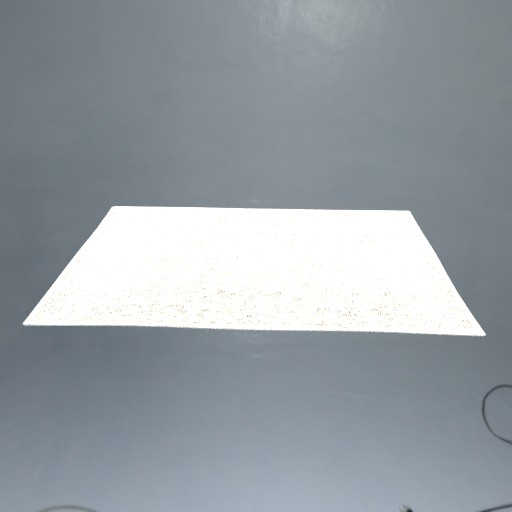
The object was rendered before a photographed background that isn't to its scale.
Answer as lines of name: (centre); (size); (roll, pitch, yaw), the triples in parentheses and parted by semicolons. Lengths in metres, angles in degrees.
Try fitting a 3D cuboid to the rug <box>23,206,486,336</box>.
rug: (0.000, 0.000, 2.974); (2.435, 0.012, 1.529); (1, 31, 2)
